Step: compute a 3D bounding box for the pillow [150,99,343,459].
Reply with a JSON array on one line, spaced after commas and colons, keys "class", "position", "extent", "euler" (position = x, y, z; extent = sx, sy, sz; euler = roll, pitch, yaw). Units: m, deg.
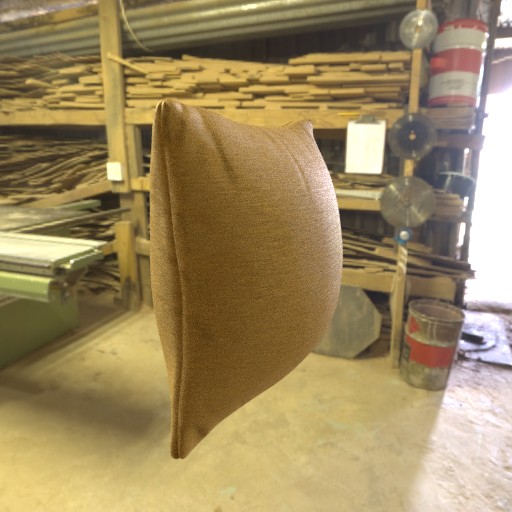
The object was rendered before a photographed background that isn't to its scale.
[{"class": "pillow", "position": [0.000, 0.000, 0.670], "extent": [0.247, 0.417, 0.435], "euler": [7, 16, 25]}]
